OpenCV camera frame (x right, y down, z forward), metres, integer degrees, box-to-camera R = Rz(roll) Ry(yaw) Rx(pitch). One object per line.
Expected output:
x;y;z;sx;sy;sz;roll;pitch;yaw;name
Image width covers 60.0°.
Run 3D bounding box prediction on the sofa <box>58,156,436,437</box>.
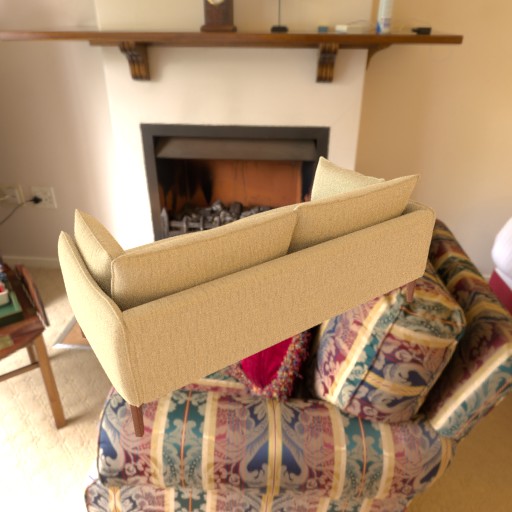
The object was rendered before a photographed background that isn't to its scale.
0.000;0.000;2.568;1.989;0.860;0.991;-18;33;-30;sofa
